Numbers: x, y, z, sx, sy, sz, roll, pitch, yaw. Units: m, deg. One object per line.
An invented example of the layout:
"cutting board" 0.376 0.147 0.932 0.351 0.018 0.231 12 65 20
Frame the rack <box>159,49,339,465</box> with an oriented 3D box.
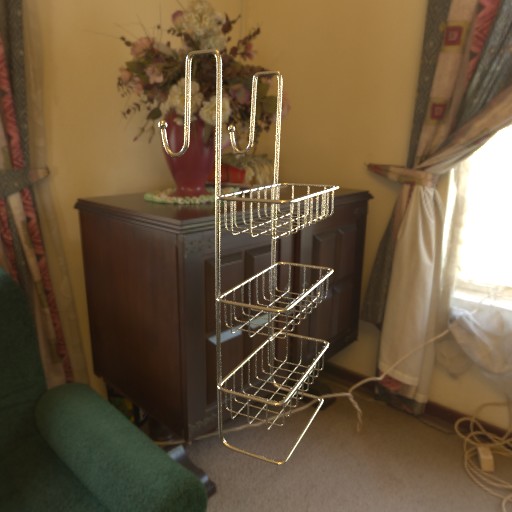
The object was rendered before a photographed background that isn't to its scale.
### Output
"rack" 0.000 0.000 0.702 0.202 0.574 0.228 7 16 25
